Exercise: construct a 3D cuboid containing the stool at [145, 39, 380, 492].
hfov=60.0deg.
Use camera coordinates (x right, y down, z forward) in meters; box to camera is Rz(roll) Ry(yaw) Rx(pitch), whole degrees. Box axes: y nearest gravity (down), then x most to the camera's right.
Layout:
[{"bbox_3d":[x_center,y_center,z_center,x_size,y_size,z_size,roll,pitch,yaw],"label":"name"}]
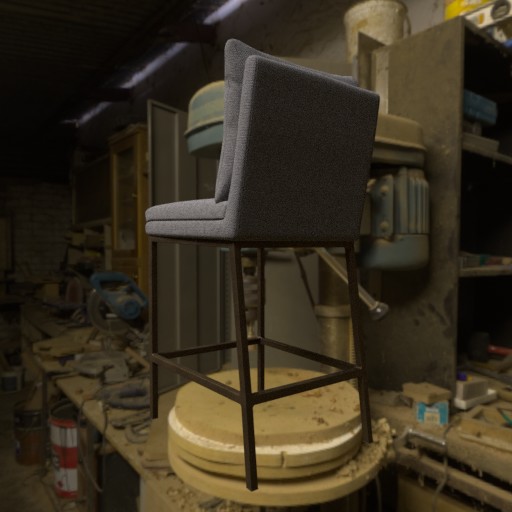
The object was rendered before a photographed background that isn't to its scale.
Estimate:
[{"bbox_3d":[0.000,0.000,1.311,0.463,1.031,0.569,-1,2,-36],"label":"stool"}]
